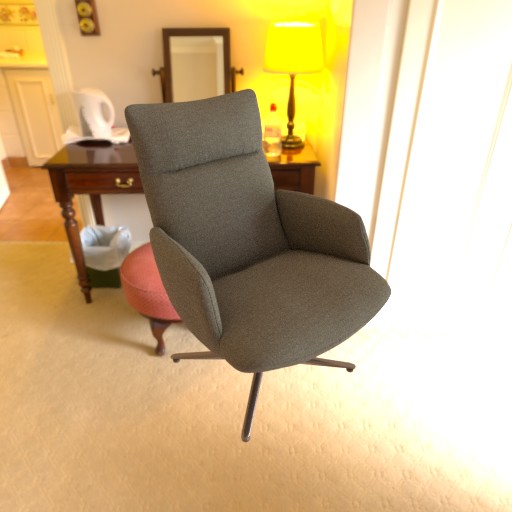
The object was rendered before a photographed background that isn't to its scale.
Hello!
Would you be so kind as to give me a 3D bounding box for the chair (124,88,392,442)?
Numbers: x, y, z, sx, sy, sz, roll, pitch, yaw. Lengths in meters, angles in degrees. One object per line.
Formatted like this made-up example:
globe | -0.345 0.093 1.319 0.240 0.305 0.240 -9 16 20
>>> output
chair | 0.000 0.000 1.573 0.702 0.984 0.831 -21 36 -32
